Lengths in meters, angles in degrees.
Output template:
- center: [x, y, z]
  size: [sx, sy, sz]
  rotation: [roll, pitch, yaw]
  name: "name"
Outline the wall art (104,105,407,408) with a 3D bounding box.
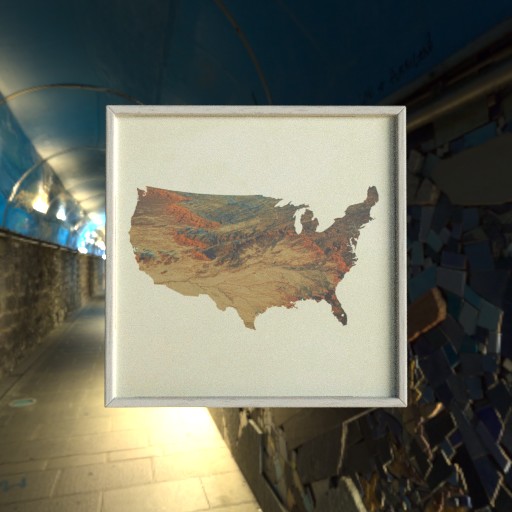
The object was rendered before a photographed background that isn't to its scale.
- center: [0.000, 0.000, 1.930]
  size: [1.287, 1.288, 0.078]
  rotation: [0, -1, 0]
  name: "wall art"
